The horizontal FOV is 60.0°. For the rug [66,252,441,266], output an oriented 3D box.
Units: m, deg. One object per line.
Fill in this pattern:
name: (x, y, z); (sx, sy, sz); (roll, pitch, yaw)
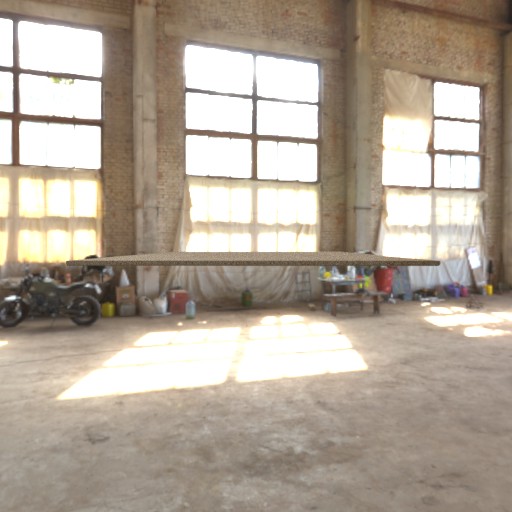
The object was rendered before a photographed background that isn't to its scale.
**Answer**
rug: (0.000, 0.000, 3.474); (1.800, 0.025, 2.699); (0, 1, 1)
